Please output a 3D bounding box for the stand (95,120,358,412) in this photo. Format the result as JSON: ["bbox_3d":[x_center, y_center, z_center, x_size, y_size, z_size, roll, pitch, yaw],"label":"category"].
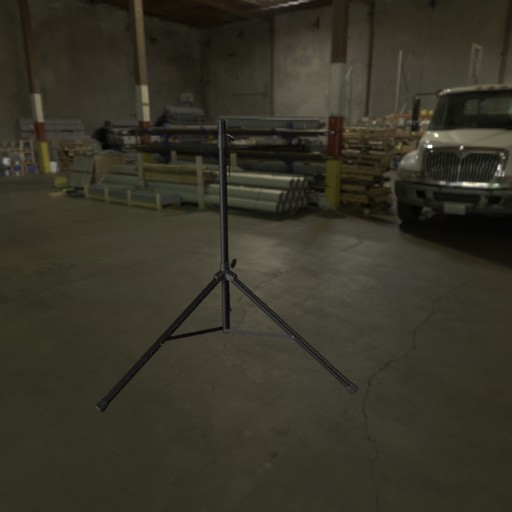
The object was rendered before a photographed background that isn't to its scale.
[{"bbox_3d":[0.000,0.000,2.716,1.339,1.595,1.596,8,18,24],"label":"stand"}]
